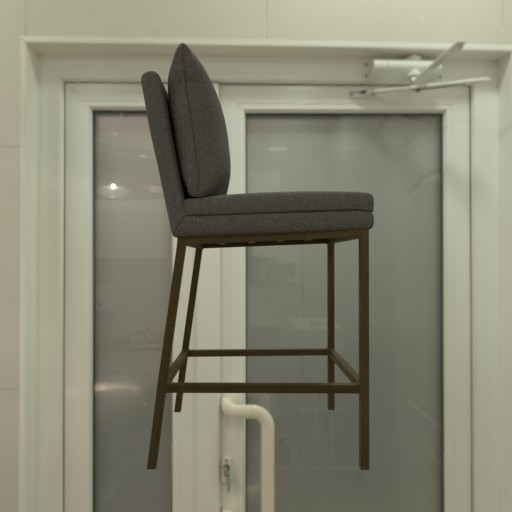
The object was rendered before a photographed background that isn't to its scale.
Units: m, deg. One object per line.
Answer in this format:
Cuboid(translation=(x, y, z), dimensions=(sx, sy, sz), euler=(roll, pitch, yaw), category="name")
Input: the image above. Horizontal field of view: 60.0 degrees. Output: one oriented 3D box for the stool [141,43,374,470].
Cuboid(translation=(0.000, 0.000, 1.284), dimensions=(0.569, 1.030, 0.463), euler=(0, 0, -1), category="stool")
